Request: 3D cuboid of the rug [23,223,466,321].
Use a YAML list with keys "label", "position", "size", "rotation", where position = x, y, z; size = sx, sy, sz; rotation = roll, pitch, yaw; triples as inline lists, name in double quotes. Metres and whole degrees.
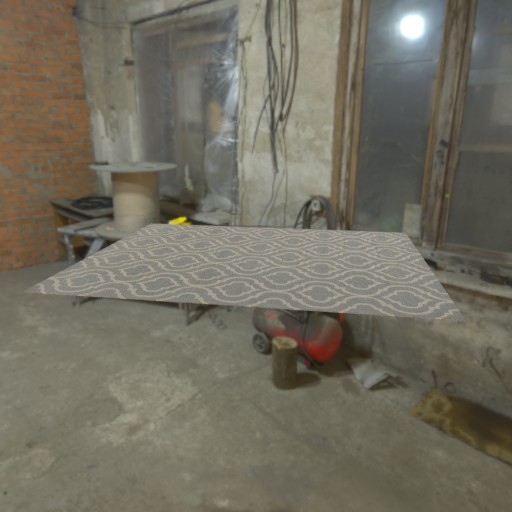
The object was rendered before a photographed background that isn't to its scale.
- label: "rug"
  position: [0.000, 0.000, 3.928]
  size: [2.892, 0.006, 2.283]
  rotation: [3, 16, 9]
